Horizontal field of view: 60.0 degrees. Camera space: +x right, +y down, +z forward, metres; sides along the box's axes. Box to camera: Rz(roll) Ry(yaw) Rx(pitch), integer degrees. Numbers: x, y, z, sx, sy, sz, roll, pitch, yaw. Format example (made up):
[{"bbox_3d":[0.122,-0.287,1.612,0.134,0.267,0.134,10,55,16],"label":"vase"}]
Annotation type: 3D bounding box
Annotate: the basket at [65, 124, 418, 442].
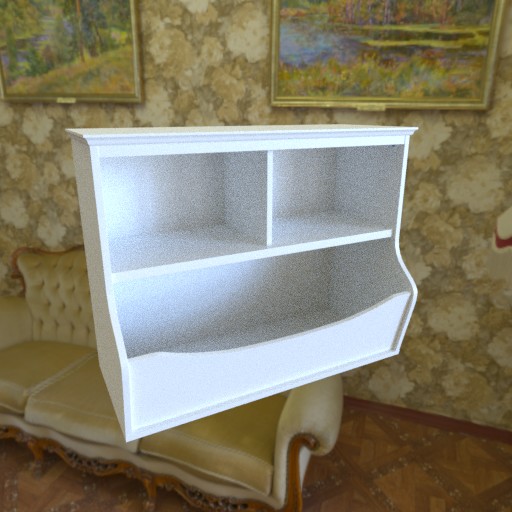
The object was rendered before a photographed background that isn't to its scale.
[{"bbox_3d":[0.000,0.000,1.130,0.792,0.625,0.376,-9,20,-26],"label":"basket"}]
